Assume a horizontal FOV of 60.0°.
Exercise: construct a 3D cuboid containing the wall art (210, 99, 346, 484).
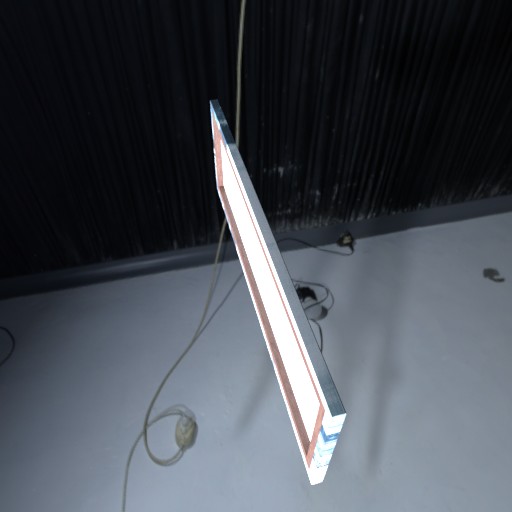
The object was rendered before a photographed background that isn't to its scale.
[{"bbox_3d":[0.000,0.000,1.706,0.037,0.509,1.524,-11,48,-10],"label":"wall art"}]
